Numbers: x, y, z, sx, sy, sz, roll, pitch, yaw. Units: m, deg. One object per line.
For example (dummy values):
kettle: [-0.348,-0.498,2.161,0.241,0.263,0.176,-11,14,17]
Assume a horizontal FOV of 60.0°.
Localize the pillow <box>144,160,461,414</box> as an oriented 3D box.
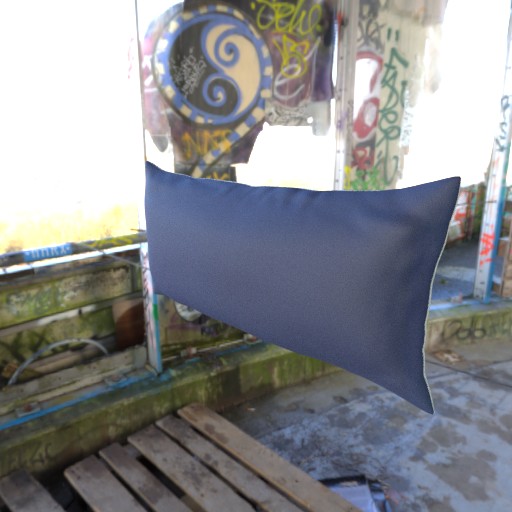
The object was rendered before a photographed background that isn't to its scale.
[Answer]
pillow: [0.000,0.000,0.709,0.610,0.287,0.151,14,20,43]
